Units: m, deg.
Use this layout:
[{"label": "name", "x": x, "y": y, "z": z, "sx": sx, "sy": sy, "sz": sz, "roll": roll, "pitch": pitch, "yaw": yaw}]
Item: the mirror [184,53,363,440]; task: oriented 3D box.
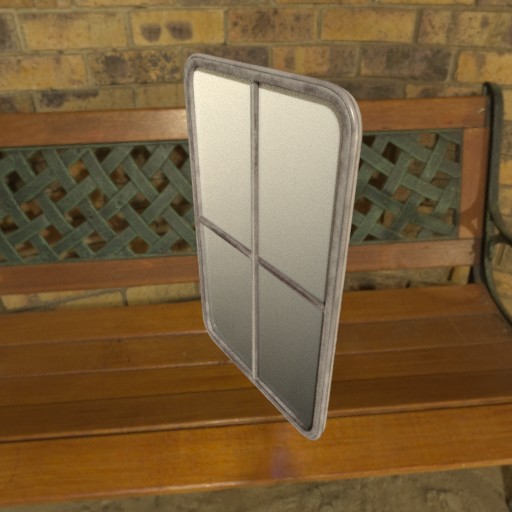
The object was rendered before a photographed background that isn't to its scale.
[{"label": "mirror", "x": 0.000, "y": 0.000, "z": 0.888, "sx": 0.024, "sy": 0.713, "sz": 0.461, "roll": -21, "pitch": 37, "yaw": -30}]
